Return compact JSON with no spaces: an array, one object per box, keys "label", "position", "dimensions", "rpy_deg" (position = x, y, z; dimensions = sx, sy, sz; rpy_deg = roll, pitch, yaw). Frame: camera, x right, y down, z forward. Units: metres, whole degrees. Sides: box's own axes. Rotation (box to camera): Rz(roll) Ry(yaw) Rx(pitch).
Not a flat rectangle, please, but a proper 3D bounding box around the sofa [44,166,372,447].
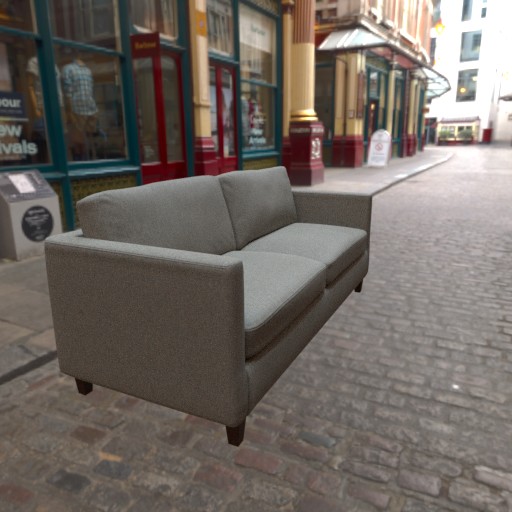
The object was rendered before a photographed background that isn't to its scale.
[{"label":"sofa","position":[0.000,0.000,2.669],"dimensions":[0.956,0.963,2.208],"rpy_deg":[7,16,25]}]
